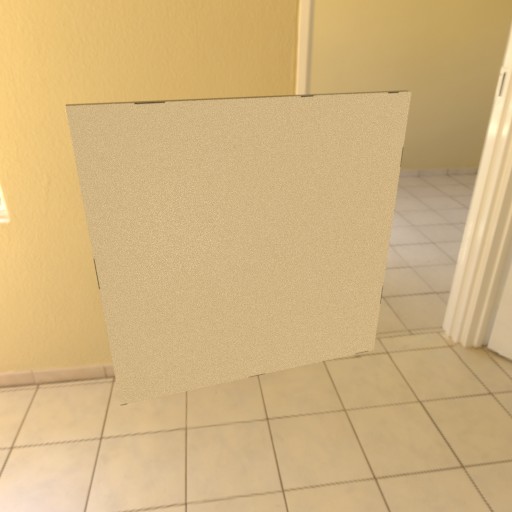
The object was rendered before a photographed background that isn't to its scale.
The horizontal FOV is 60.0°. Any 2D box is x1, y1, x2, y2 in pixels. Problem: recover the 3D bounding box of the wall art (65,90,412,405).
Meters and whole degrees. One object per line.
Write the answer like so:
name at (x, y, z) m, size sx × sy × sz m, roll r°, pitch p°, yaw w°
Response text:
wall art at (0.000, 0.000, 0.654) m, size 0.446 × 0.445 × 0.014 m, roll -8°, pitch 28°, yaw -16°
